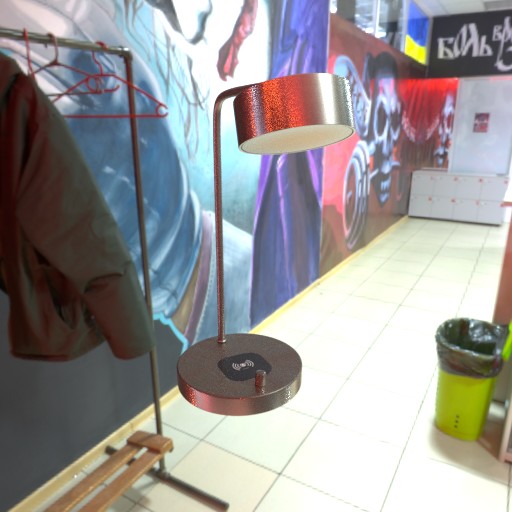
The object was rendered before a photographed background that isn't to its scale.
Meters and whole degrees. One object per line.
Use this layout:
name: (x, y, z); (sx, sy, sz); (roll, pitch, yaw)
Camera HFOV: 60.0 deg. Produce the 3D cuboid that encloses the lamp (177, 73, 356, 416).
lamp: (0.000, 0.000, 0.640); (0.211, 0.469, 0.334); (-8, 19, -25)
